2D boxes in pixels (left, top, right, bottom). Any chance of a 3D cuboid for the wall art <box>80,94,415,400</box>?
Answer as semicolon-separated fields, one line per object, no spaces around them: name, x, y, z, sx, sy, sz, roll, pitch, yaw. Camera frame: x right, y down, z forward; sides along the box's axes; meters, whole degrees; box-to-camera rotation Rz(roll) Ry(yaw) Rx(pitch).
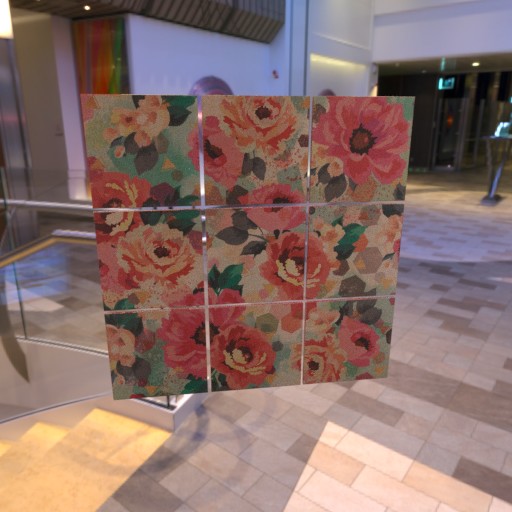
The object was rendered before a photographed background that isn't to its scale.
wall art;0.000;0.000;1.336;0.911;0.910;0.012;-2;17;-8
